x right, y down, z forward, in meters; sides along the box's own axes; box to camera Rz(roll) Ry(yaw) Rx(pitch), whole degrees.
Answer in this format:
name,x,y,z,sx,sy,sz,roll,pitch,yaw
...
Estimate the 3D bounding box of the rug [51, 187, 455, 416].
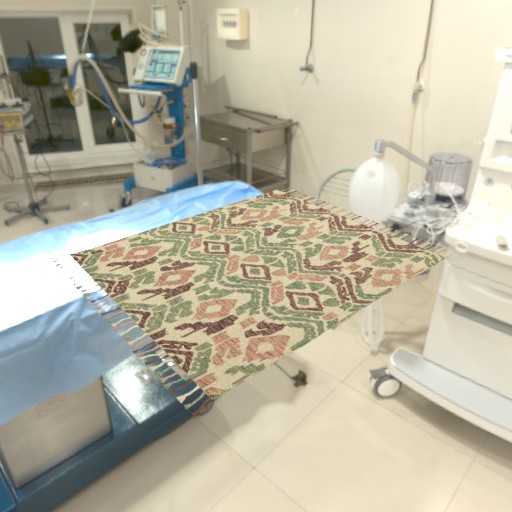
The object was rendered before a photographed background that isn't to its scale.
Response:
name,x,y,z,sx,sy,sz,roll,pitch,yaw
rug,0.000,0.000,4.227,3.048,0.010,2.438,-22,36,-34
